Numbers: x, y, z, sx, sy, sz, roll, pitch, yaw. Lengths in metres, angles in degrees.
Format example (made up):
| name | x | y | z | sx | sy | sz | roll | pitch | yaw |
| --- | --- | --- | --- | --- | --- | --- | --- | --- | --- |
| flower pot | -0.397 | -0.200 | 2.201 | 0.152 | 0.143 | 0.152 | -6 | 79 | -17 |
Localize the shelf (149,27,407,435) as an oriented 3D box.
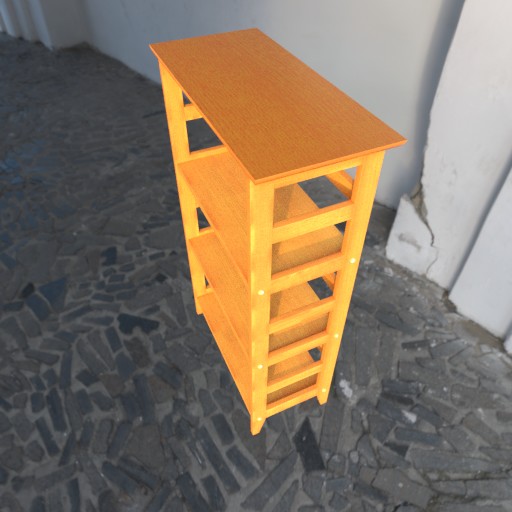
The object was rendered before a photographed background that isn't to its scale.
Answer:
| name | x | y | z | sx | sy | sz | roll | pitch | yaw |
| --- | --- | --- | --- | --- | --- | --- | --- | --- | --- |
| shelf | 0.000 | 0.000 | 1.350 | 0.305 | 1.067 | 0.660 | -18 | 48 | -17 |
